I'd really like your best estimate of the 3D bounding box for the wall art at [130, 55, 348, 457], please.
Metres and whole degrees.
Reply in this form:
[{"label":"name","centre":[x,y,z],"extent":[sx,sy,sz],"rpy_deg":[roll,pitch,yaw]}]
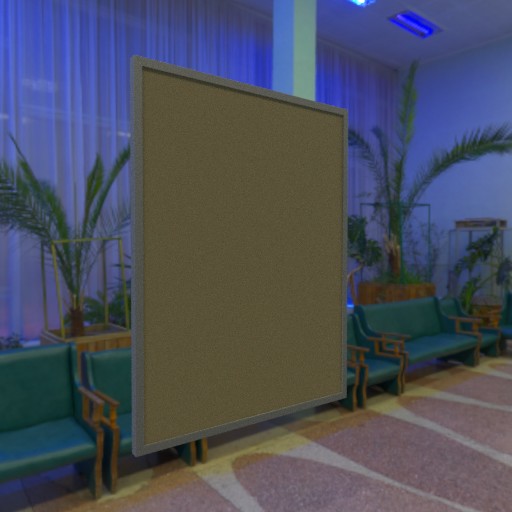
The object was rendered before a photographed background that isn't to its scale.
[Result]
[{"label":"wall art","centre":[0.000,0.000,1.388],"extent":[0.789,1.042,0.034],"rpy_deg":[-1,1,-36]}]
